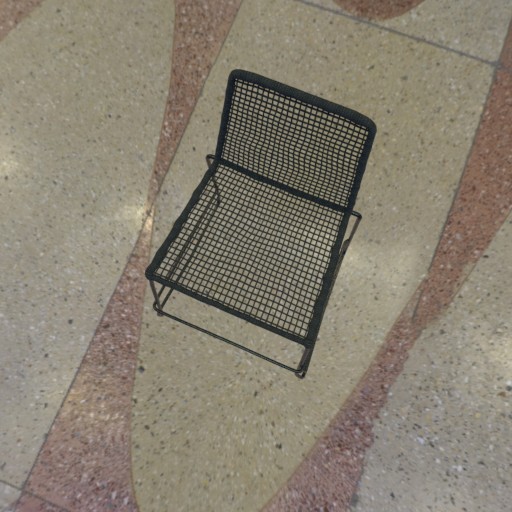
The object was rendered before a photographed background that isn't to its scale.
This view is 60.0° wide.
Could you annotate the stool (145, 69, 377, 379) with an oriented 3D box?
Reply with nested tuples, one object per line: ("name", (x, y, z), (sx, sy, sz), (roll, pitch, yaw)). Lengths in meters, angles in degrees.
("stool", (0.000, 0.000, 1.238), (0.590, 0.905, 0.509), (23, 77, 5))
